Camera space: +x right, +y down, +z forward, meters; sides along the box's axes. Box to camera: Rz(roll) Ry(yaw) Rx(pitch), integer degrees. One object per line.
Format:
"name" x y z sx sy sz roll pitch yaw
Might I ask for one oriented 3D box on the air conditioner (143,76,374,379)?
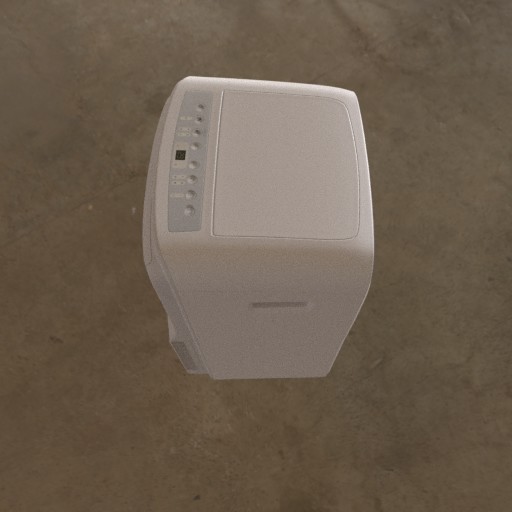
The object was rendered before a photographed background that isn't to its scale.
"air conditioner" 0.000 0.000 1.087 0.467 0.765 0.478 1 64 0
